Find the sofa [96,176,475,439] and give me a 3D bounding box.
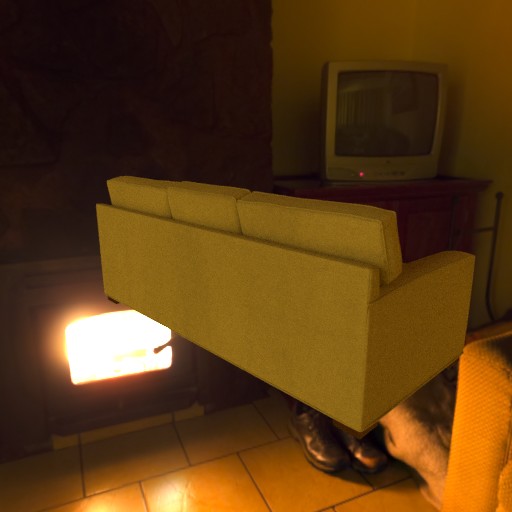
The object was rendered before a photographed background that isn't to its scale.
[{"bbox_3d":[0.000,0.000,2.557,0.936,0.862,2.093,-14,20,-42],"label":"sofa"}]
